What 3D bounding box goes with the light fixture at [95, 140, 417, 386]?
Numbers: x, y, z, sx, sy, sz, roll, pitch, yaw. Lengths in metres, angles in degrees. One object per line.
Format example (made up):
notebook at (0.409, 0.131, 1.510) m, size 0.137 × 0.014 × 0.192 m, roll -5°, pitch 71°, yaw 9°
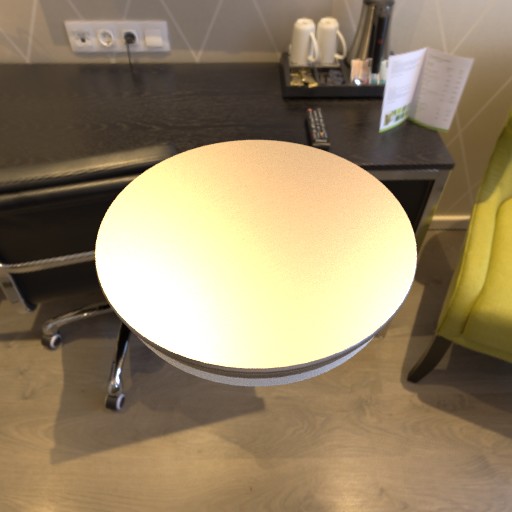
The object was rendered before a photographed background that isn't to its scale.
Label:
light fixture at (0.000, 0.000, 0.555) m, size 0.368 × 0.100 × 0.368 m, roll 0°, pitch 47°, yaw 0°
